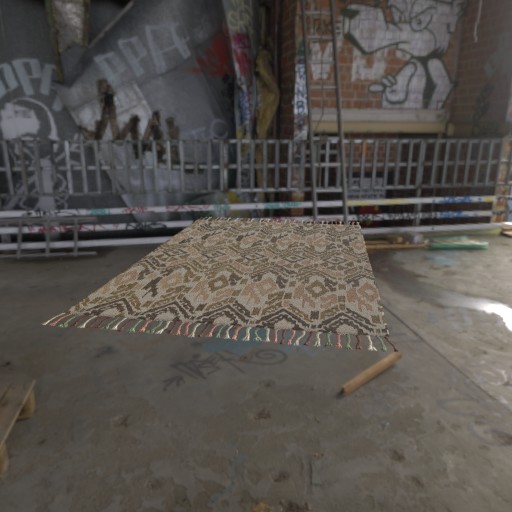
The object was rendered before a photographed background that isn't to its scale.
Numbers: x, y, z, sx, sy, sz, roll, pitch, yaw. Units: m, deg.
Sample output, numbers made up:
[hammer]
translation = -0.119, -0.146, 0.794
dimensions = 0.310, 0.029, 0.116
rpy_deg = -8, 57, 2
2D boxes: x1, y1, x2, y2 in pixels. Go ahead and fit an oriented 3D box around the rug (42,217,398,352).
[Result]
[rug]
translation = 0.000, 0.000, 2.979
dimensions = 1.524, 0.008, 2.438
rpy_deg = 3, 17, 9
